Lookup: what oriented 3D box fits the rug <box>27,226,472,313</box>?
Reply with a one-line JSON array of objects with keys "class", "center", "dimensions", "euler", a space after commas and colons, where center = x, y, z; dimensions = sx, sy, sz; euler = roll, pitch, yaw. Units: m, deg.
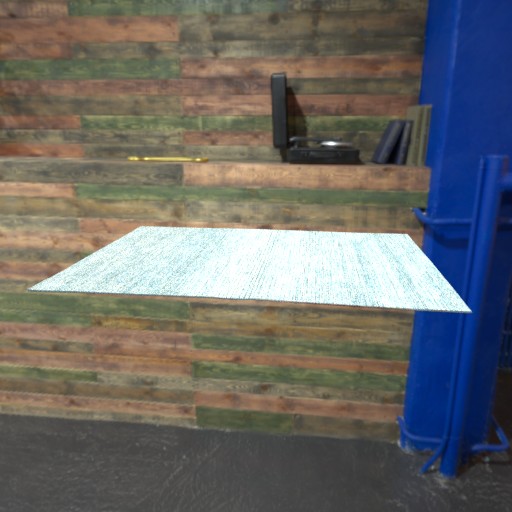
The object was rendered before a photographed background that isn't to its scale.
[{"class": "rug", "center": [0.000, 0.000, 2.966], "dimensions": [2.260, 0.026, 1.611], "euler": [2, 16, 8]}]
